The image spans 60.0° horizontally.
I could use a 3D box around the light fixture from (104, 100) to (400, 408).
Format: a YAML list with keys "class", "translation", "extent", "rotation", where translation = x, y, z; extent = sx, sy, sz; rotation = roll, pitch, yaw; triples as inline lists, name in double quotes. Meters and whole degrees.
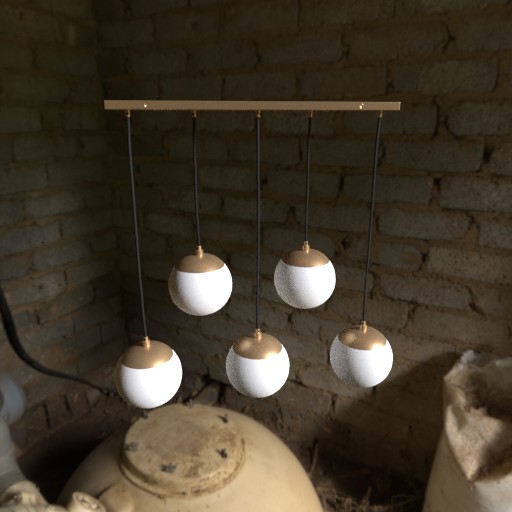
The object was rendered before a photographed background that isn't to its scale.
- class: "light fixture"
  translation: [0.000, 0.000, 1.327]
  extent: [0.863, 0.869, 0.299]
  rotation: [-3, 17, -9]
